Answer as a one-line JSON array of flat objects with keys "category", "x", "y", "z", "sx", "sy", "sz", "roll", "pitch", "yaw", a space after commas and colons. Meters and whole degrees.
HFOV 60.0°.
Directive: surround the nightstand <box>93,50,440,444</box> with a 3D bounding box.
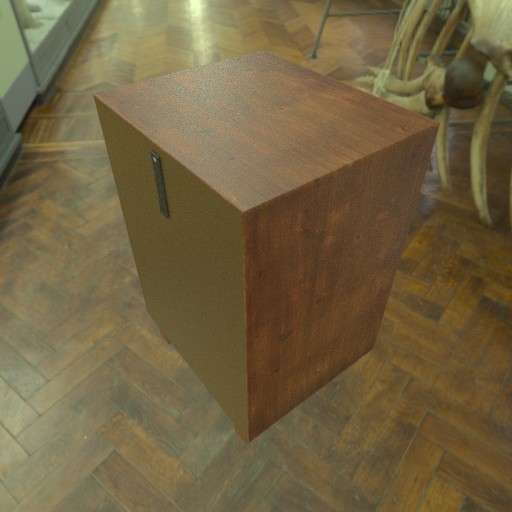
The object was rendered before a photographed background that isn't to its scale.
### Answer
[{"category": "nightstand", "x": 0.000, "y": 0.000, "z": 1.002, "sx": 0.410, "sy": 0.695, "sz": 0.465, "roll": -27, "pitch": 49, "yaw": -27}]
